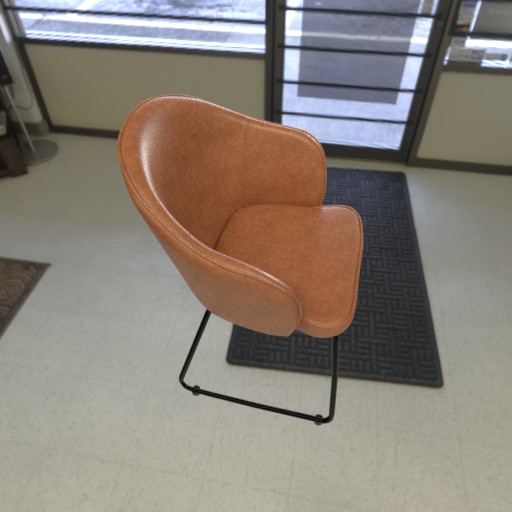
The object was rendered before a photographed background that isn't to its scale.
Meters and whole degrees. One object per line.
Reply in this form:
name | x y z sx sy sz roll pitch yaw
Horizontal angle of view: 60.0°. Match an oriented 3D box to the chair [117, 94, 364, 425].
chair | 0.000 0.000 1.227 0.580 0.785 0.582 9 46 9
